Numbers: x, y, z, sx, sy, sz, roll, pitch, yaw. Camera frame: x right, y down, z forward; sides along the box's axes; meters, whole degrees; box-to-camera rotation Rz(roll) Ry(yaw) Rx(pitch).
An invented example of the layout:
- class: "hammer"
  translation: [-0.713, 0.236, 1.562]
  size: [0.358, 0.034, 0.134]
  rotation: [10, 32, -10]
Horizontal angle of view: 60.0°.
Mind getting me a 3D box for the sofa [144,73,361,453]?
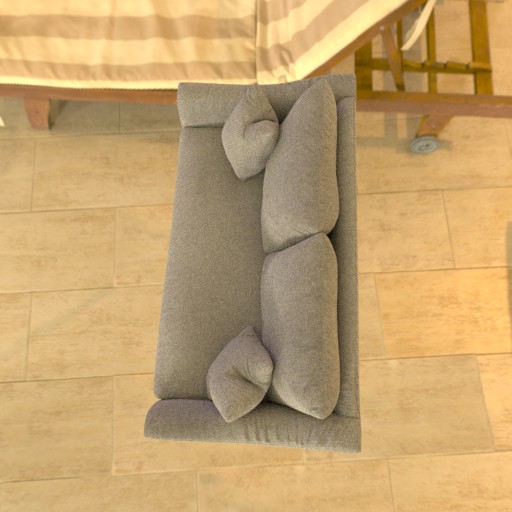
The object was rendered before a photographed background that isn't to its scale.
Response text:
- class: "sofa"
  translation: [0.000, 0.000, 2.595]
  size: [1.072, 1.018, 2.010]
  rotation: [2, 76, 1]
